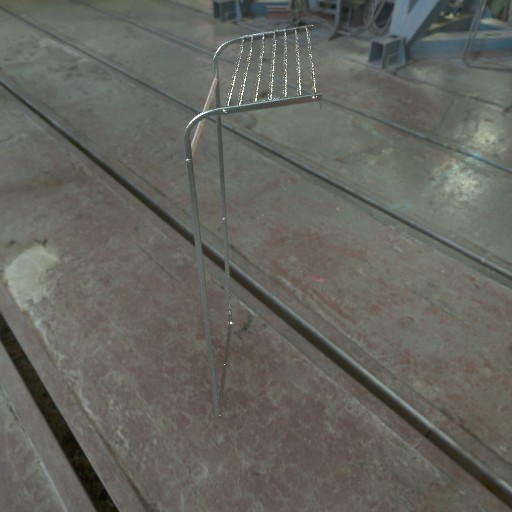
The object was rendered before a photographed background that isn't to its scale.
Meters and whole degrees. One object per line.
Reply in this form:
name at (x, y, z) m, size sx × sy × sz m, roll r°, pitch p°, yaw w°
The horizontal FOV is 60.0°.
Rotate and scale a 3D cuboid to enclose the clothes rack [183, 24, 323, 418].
clothes rack at (0.000, 0.000, 1.798) m, size 0.349 × 1.574 × 0.609 m, roll 2°, pitch 41°, yaw 2°
